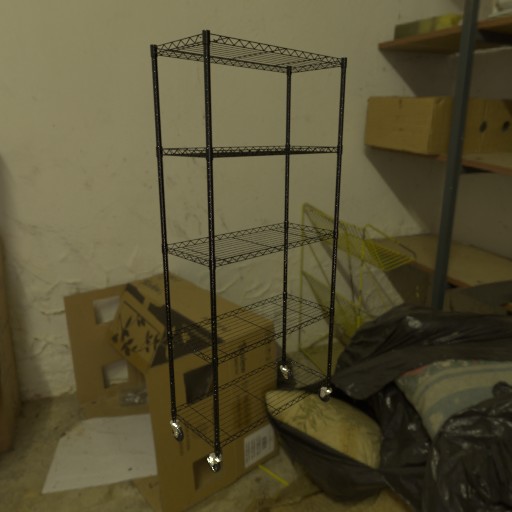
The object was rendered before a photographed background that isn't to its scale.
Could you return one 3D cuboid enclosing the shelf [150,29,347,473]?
[{"bbox_3d":[0.000,0.000,1.939,0.762,1.645,0.356,-14,20,-42],"label":"shelf"}]
